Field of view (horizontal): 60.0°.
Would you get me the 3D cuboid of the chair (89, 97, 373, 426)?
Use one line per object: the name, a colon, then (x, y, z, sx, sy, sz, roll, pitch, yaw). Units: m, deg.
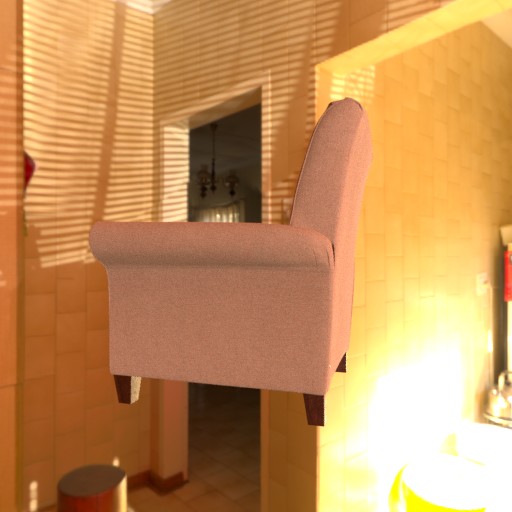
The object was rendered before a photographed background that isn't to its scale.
chair: (0.000, 0.000, 1.814, 0.905, 1.061, 0.978, 0, 0, 17)
